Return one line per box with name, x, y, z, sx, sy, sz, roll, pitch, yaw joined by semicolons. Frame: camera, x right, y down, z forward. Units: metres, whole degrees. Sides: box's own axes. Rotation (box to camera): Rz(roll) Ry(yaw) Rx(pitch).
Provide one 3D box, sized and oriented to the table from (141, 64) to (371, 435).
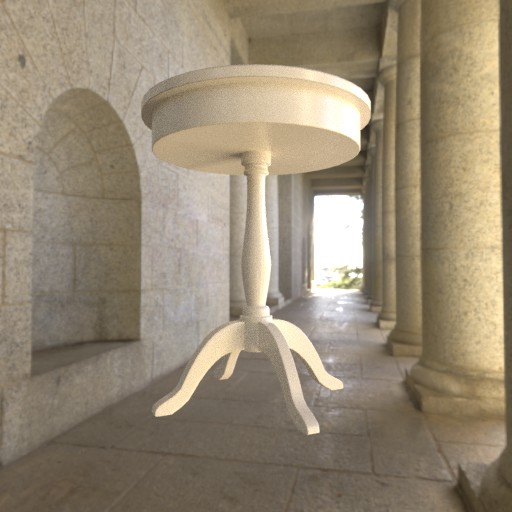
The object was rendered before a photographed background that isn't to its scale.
table;0.000;0.000;1.014;0.513;0.653;0.513;0;-1;0
